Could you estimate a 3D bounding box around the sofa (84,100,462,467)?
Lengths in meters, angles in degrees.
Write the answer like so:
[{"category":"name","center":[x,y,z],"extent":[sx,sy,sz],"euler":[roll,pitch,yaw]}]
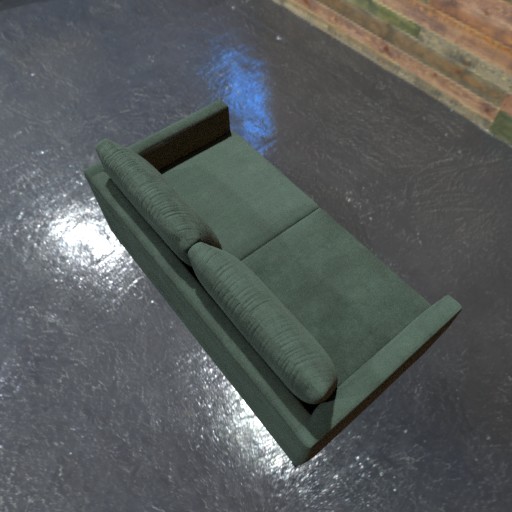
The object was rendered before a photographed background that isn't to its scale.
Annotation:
[{"category":"sofa","center":[0.000,0.000,2.162],"extent":[0.875,0.817,1.676],"euler":[-34,64,-20]}]
